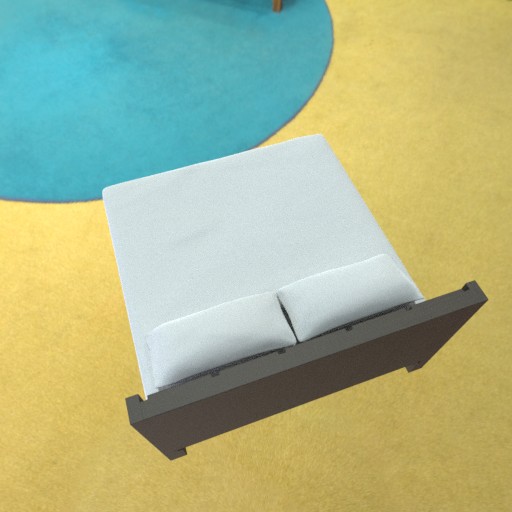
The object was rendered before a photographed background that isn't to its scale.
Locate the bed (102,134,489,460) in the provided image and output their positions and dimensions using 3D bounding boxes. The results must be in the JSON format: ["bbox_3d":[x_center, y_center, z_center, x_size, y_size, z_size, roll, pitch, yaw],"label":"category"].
[{"bbox_3d":[0.000,0.000,3.525,2.143,1.261,2.238,-17,59,-10],"label":"bed"}]
